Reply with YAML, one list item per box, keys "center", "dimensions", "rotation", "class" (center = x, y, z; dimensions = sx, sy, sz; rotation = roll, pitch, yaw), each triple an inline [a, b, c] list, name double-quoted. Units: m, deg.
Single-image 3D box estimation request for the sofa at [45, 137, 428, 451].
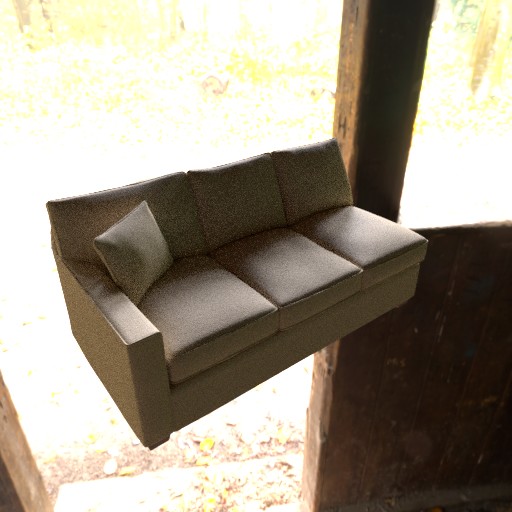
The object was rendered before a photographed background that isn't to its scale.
- center: [0.000, 0.000, 2.563]
  dimensions: [1.962, 0.946, 1.034]
  rotation: [-21, 35, -32]
  class: "sofa"
